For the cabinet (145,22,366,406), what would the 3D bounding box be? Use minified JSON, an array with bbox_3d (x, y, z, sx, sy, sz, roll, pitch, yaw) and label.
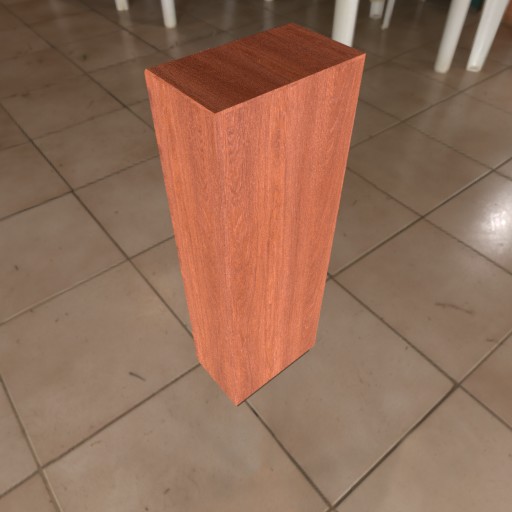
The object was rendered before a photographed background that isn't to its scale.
[{"bbox_3d":[0.000,0.000,2.250,0.660,1.980,0.420,-31,54,-26],"label":"cabinet"}]
